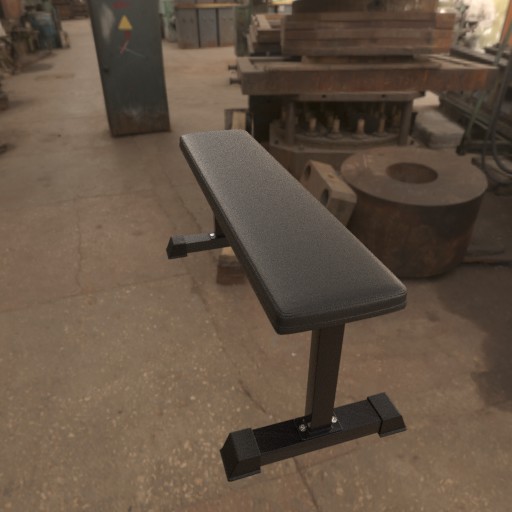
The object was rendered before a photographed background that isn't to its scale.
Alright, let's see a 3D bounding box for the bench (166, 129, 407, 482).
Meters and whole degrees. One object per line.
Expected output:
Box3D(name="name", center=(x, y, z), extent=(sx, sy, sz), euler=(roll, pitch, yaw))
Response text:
Box3D(name="bench", center=(0.000, 0.000, 1.291), extent=(0.439, 0.453, 1.072), euler=(-9, 33, -15))
